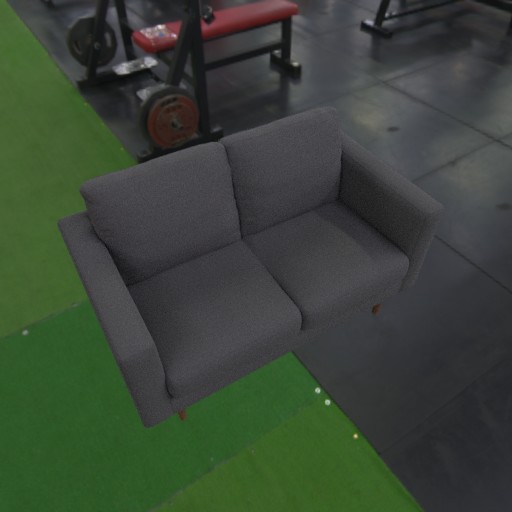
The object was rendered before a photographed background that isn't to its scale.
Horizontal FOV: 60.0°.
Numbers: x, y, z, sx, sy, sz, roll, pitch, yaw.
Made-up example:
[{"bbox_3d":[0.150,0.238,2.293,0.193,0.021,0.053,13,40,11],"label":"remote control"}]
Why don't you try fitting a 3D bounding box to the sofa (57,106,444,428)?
[{"bbox_3d":[0.000,0.000,1.986,1.430,0.908,0.796,-24,51,-21],"label":"sofa"}]
